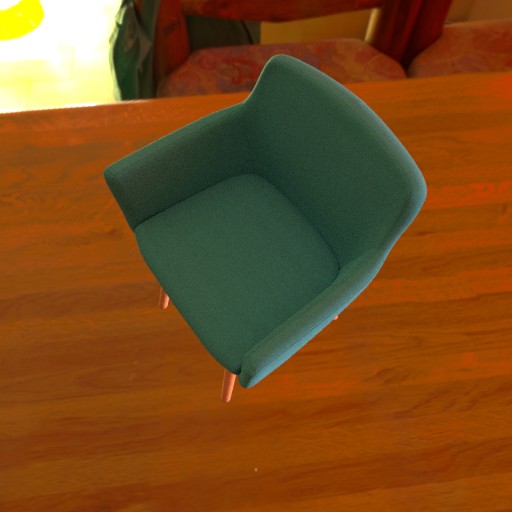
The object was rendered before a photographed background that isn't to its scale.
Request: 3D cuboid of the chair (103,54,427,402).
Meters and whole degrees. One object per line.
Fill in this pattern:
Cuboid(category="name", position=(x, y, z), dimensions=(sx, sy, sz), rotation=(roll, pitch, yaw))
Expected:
Cuboid(category="chair", position=(0.000, 0.000, 1.161), dimensions=(0.540, 0.780, 0.570), rotation=(-34, 69, -15))
